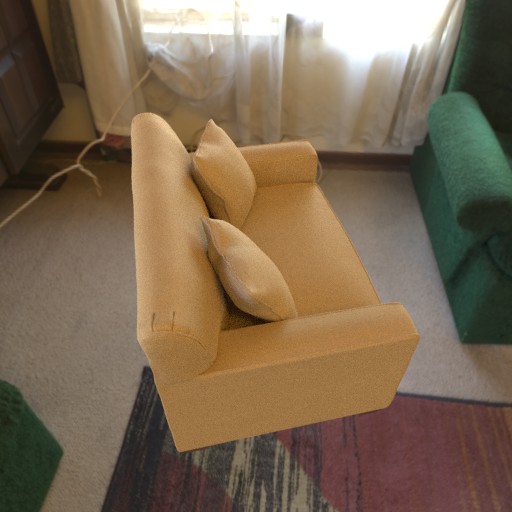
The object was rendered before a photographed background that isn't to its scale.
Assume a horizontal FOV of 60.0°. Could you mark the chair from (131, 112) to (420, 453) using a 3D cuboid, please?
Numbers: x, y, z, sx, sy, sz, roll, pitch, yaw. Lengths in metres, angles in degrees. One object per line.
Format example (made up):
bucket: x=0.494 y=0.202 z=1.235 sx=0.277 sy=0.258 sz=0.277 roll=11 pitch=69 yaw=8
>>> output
chair: x=0.000 y=0.000 z=2.106 sx=1.000 sy=0.948 sz=1.383 roll=-9 pitch=46 yaw=-9
